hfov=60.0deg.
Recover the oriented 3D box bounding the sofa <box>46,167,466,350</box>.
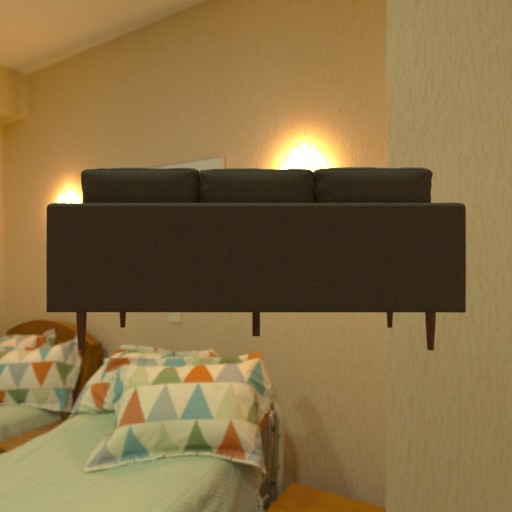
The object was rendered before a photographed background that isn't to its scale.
[{"bbox_3d":[0.000,0.000,2.517,2.029,0.912,0.802,0,0,0],"label":"sofa"}]
